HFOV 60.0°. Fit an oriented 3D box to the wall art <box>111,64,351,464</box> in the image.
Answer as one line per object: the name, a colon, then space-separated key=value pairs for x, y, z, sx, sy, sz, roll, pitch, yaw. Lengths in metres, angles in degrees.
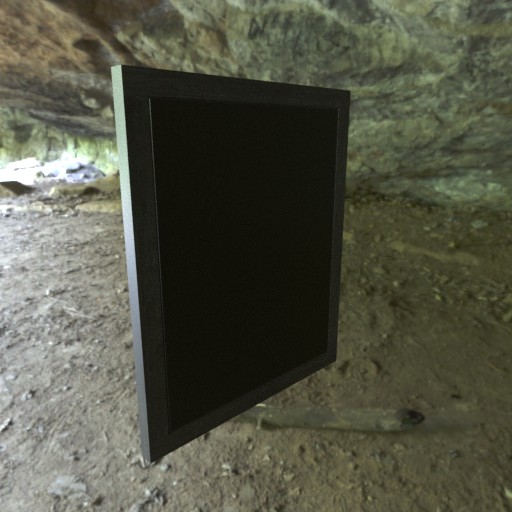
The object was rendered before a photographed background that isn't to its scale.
wall art: x=0.000 y=0.000 z=0.786 sx=0.479 sy=0.580 sz=0.027 roll=-14 pitch=21 yaw=-41
